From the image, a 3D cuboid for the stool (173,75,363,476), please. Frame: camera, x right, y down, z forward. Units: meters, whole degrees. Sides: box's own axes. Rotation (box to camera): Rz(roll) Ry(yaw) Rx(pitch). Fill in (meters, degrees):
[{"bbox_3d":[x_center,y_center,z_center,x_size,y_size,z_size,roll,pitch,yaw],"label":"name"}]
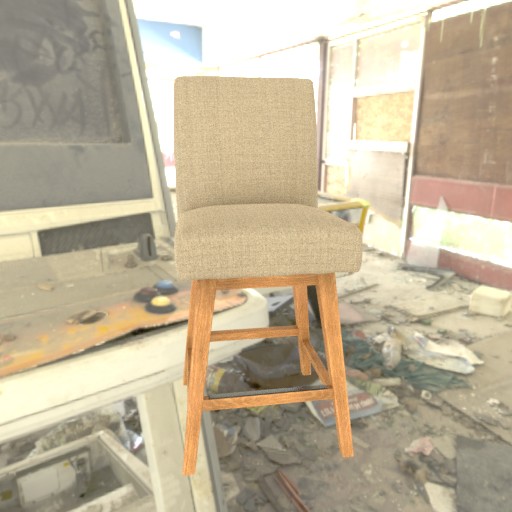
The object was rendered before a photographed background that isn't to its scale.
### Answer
[{"bbox_3d":[0.000,0.000,1.272,0.459,1.010,0.526,-2,16,-9],"label":"stool"}]
